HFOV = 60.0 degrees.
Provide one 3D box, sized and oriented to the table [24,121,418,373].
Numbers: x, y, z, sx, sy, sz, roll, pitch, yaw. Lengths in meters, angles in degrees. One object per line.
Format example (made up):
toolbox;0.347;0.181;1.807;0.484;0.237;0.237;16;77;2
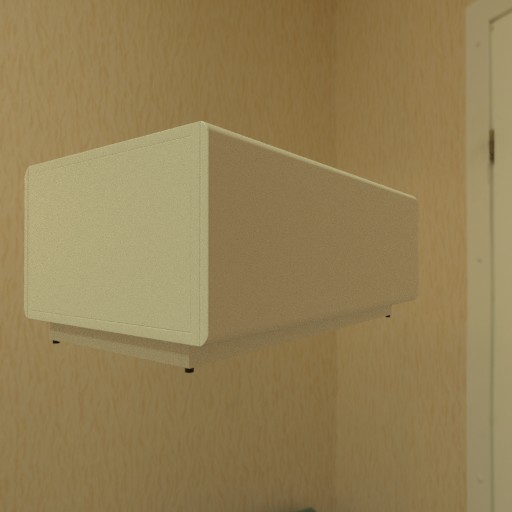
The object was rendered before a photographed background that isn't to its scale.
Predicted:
table;0.000;0.000;1.360;0.639;0.442;1.097;0;-1;37
